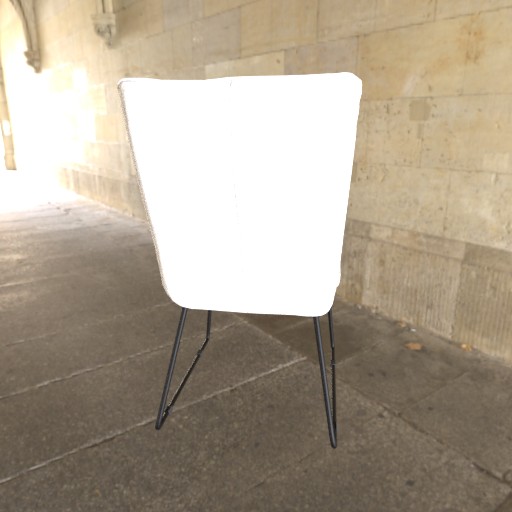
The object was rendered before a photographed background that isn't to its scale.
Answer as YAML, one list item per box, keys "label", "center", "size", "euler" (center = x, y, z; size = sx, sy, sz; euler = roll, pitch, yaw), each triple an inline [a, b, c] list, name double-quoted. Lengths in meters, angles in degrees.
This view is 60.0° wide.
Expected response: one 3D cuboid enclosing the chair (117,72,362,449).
- label: "chair"
  center: [0.000, 0.000, 1.303]
  size: [0.515, 0.930, 0.688]
  euler: [2, 16, 8]
